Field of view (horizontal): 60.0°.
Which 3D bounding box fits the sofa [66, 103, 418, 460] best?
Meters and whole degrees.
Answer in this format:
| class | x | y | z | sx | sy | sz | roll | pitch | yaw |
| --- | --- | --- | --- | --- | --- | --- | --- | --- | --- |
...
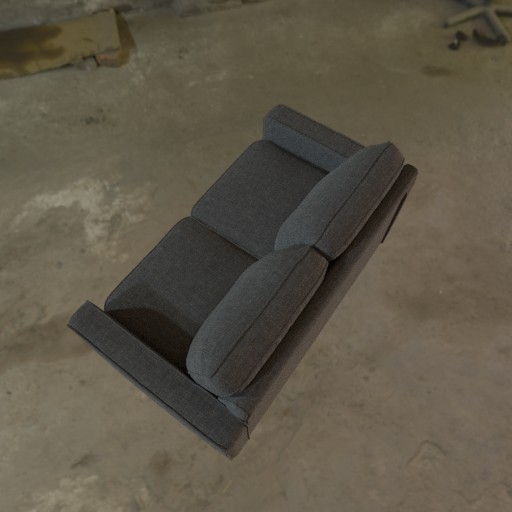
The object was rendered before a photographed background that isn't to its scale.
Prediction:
| class | x | y | z | sx | sy | sz | roll | pitch | yaw |
| --- | --- | --- | --- | --- | --- | --- | --- | --- | --- |
| sofa | 0.000 | 0.000 | 2.306 | 0.947 | 0.918 | 1.709 | 33 | 67 | 16 |
